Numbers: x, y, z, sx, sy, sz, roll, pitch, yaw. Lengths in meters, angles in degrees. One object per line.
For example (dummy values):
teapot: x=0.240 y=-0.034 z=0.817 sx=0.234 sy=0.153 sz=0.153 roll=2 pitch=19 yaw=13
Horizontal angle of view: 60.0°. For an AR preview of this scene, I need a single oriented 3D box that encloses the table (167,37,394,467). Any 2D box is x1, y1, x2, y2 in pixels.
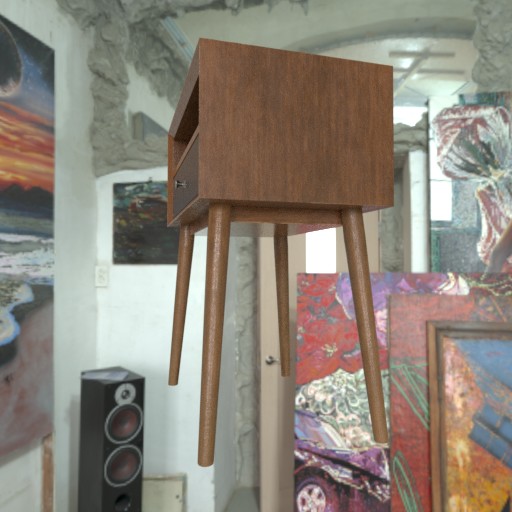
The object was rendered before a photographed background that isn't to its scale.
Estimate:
table: x=0.000 y=0.000 z=0.852 sx=0.307 sy=0.580 sz=0.454 roll=0 pitch=-1 yaw=-17
